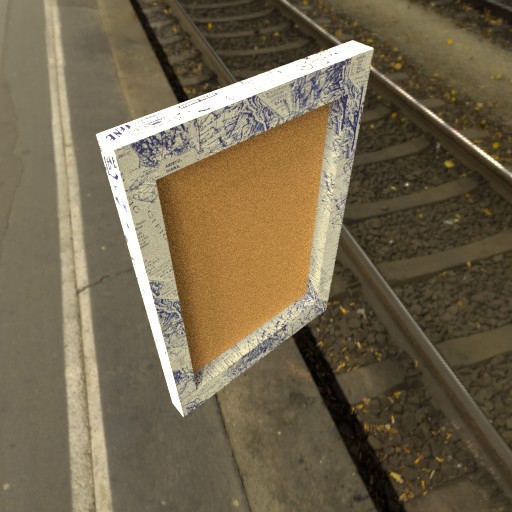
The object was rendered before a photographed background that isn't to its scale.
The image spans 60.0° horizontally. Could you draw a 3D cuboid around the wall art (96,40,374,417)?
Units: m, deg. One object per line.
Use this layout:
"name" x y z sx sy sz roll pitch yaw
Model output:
"wall art" 0.000 0.000 0.475 0.255 0.376 0.025 -31 53 -27
